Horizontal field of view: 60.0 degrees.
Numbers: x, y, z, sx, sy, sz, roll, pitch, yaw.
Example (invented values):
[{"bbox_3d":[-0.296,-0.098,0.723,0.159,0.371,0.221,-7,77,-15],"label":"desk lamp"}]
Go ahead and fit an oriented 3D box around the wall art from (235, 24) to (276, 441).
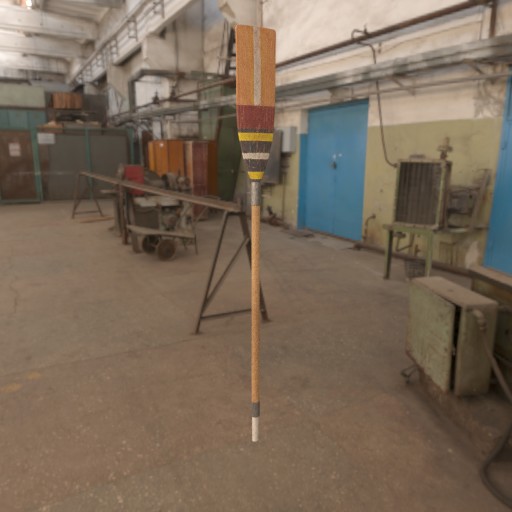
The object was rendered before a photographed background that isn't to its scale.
[{"bbox_3d":[0.000,0.000,1.644,0.146,1.556,0.038,-7,15,-26],"label":"wall art"}]
